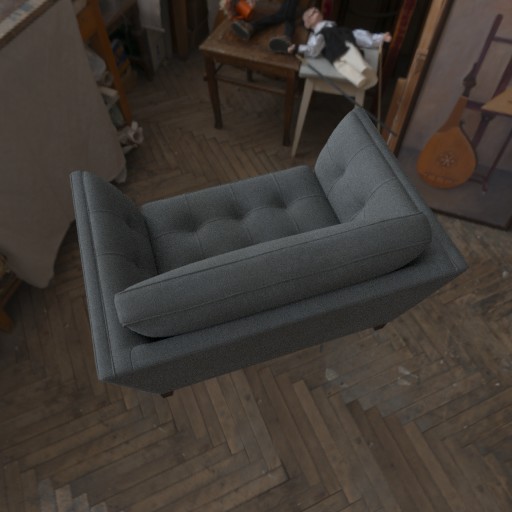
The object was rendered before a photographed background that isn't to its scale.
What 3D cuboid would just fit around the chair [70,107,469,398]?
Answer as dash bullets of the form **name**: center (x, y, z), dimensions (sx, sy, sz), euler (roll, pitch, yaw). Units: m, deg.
- **chair**: center (0.000, 0.000, 2.055), dimensions (1.396, 0.942, 0.965), euler (-15, 59, -10)
